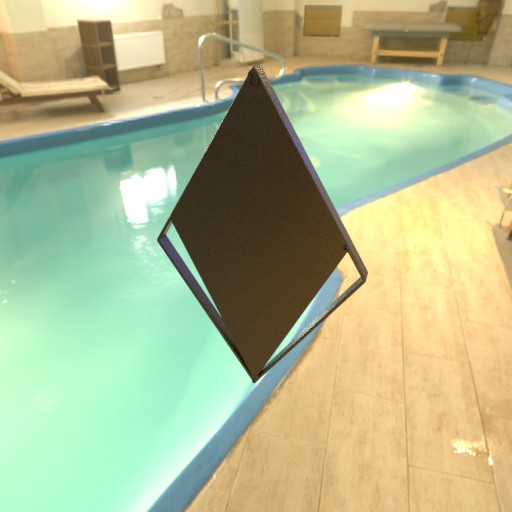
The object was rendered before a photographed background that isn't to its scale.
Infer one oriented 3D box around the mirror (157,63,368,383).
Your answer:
[{"bbox_3d":[0.000,0.000,0.848,0.419,0.679,0.032,11,34,17],"label":"mirror"}]
